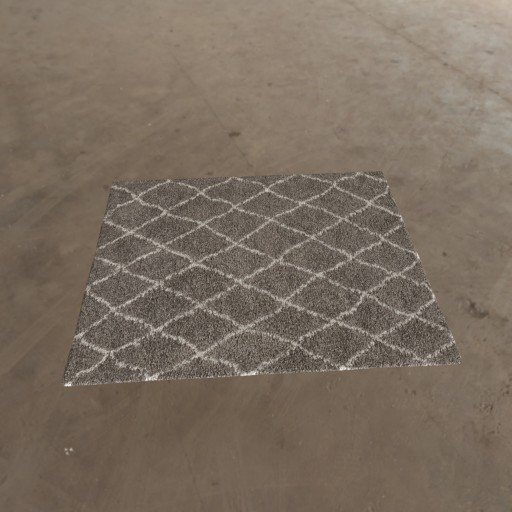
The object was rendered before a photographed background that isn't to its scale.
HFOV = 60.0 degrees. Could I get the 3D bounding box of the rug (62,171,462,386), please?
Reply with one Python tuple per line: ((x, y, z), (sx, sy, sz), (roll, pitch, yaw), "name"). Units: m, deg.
((0.000, 0.000, 4.170), (3.047, 0.029, 2.438), (-3, 47, -2), "rug")
